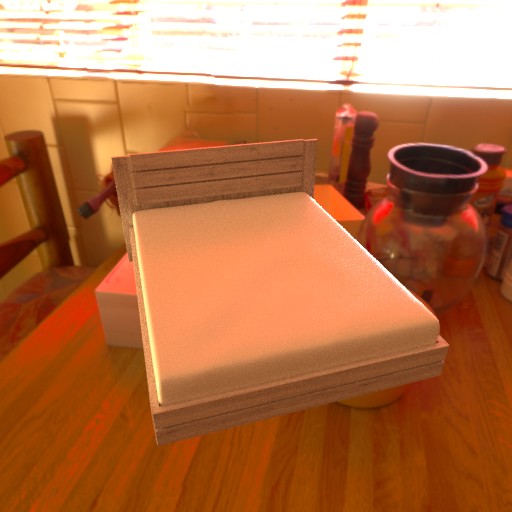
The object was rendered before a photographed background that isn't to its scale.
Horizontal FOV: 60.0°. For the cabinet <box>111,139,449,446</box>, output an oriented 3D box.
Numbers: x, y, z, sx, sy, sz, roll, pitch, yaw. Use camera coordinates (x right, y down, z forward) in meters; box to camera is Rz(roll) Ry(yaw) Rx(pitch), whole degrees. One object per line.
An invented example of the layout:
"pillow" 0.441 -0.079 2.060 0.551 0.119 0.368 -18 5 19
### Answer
"cabinet" 0.000 0.000 3.083 1.750 0.970 2.080 -9 32 -14
